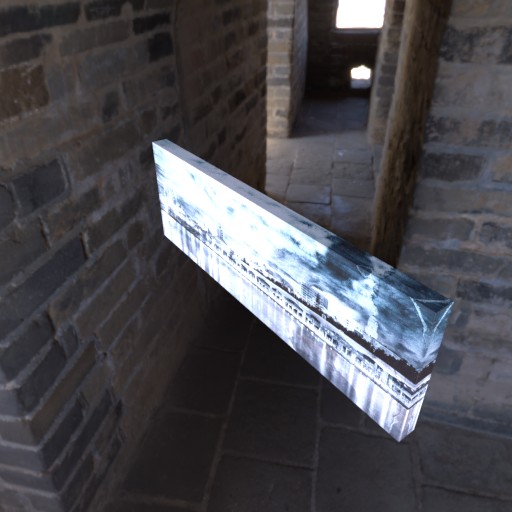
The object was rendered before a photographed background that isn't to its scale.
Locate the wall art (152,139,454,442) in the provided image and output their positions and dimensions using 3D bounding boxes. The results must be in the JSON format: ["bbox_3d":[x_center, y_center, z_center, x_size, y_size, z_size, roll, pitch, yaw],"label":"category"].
[{"bbox_3d":[0.000,0.000,0.855,0.037,0.251,0.759,-22,39,-30],"label":"wall art"}]
